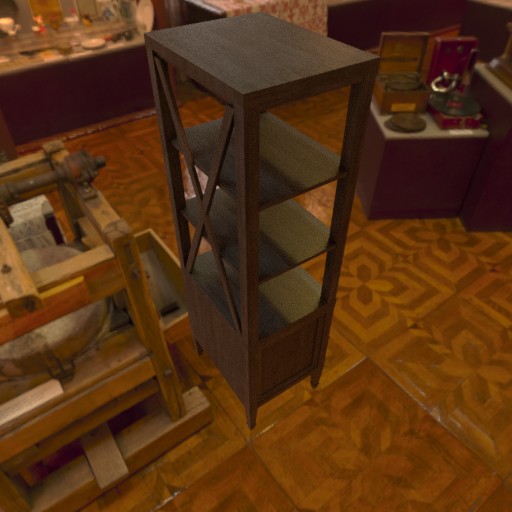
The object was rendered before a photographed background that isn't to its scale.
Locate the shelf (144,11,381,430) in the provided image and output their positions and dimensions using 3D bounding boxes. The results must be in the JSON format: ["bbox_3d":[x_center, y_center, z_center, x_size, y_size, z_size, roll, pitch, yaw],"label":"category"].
[{"bbox_3d":[0.000,0.000,1.915,0.472,1.727,0.584,-25,48,-25],"label":"shelf"}]
